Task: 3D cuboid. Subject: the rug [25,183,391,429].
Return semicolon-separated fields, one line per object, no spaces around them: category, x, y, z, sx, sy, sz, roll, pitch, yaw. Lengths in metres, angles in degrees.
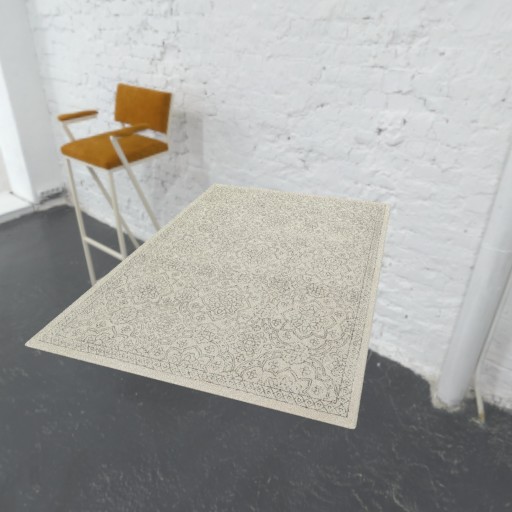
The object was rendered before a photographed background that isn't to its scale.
rug;0.000;0.000;2.801;1.524;0.011;2.286;9;30;16
